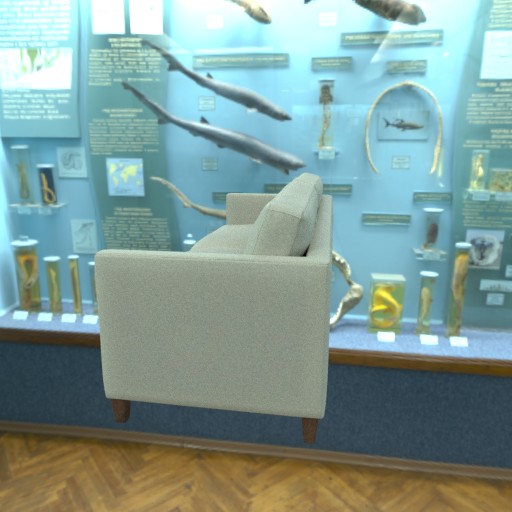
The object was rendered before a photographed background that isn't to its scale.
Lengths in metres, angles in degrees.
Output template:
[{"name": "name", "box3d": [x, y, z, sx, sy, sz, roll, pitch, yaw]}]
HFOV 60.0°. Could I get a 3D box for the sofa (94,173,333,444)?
[{"name": "sofa", "box3d": [0.000, 0.000, 2.831, 0.951, 0.968, 2.361, 2, 14, 9]}]
